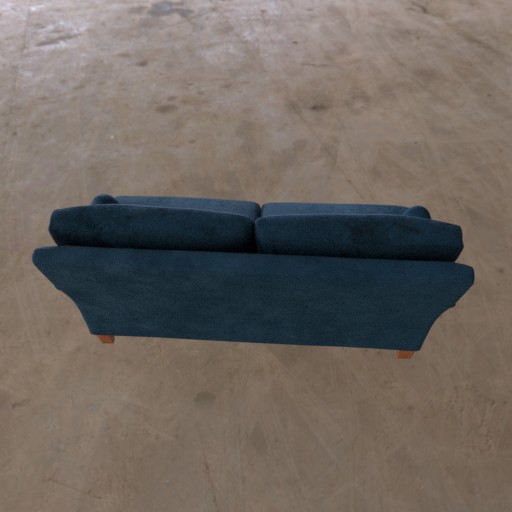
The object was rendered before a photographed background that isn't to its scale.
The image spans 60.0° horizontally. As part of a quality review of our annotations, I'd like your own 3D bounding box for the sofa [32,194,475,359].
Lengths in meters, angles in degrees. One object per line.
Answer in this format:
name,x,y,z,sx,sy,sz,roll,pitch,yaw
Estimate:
sofa,0.000,0.000,2.718,2.141,1.101,1.084,2,46,2
